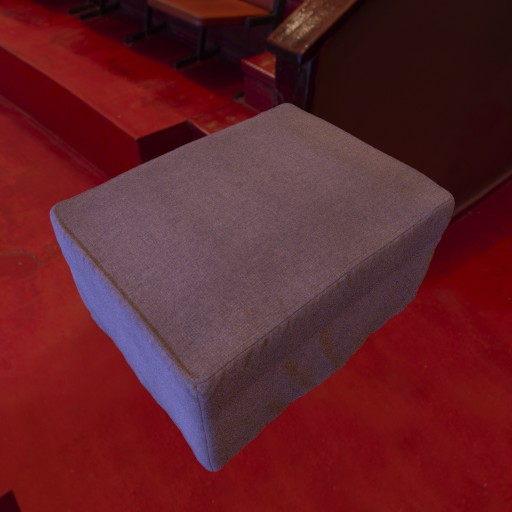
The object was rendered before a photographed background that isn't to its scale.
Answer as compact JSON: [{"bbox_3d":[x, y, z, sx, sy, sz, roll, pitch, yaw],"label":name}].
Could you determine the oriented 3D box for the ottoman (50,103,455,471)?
[{"bbox_3d":[0.000,0.000,1.235,0.833,0.492,0.652,-32,54,-27],"label":"ottoman"}]
